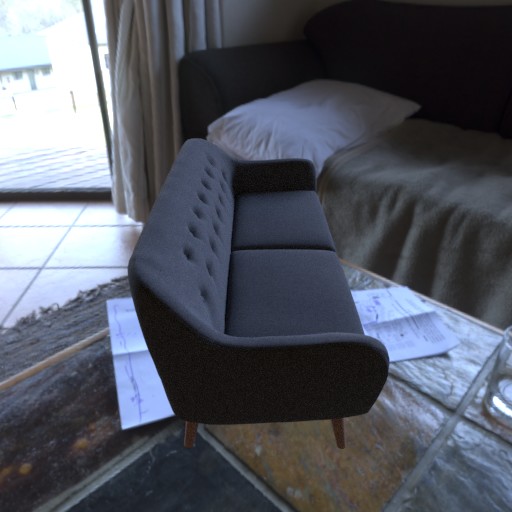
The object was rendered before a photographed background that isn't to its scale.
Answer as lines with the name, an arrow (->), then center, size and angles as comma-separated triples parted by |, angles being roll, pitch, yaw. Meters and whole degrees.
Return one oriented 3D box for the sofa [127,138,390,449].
sofa -> 0.000, 0.000, 2.170 | 0.820, 0.820, 1.840 | 0, 30, 0
